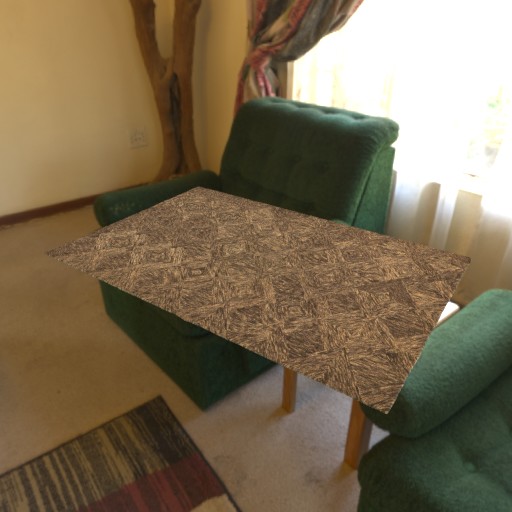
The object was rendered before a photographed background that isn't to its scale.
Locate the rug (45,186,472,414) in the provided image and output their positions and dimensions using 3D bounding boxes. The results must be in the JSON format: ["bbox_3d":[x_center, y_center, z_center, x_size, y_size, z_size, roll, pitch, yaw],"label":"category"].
[{"bbox_3d":[0.000,0.000,2.235,1.808,0.011,1.189,19,34,30],"label":"rug"}]
